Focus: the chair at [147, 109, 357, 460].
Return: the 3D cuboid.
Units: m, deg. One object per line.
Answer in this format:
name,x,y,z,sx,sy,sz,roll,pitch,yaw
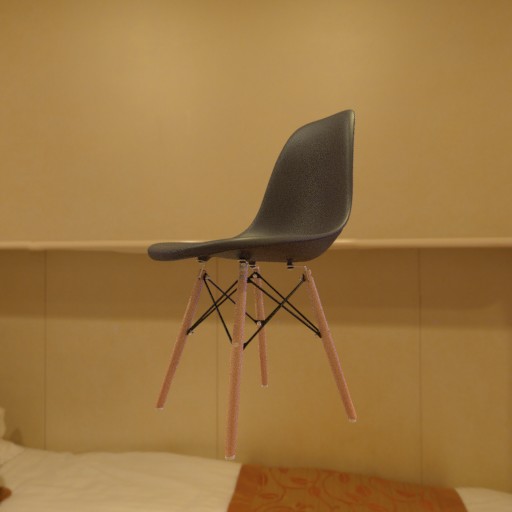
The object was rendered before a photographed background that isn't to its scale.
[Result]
chair,0.000,0.000,1.162,0.533,0.825,0.470,0,0,-36
